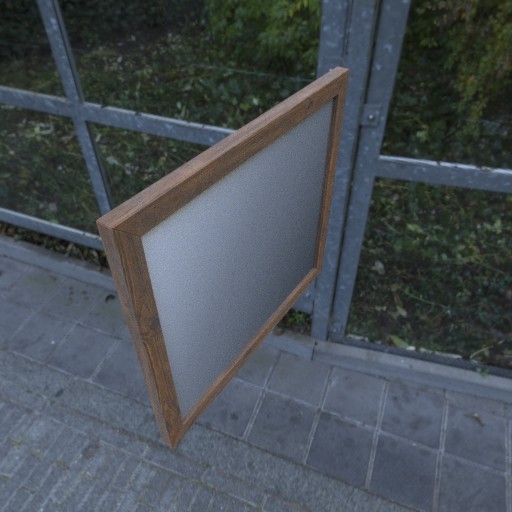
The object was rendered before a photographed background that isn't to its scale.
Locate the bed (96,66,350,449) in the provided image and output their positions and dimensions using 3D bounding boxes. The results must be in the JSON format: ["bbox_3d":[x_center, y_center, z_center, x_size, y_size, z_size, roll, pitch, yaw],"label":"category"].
[{"bbox_3d":[0.000,0.000,1.497,0.046,0.942,1.046,25,48,25],"label":"bed"}]
